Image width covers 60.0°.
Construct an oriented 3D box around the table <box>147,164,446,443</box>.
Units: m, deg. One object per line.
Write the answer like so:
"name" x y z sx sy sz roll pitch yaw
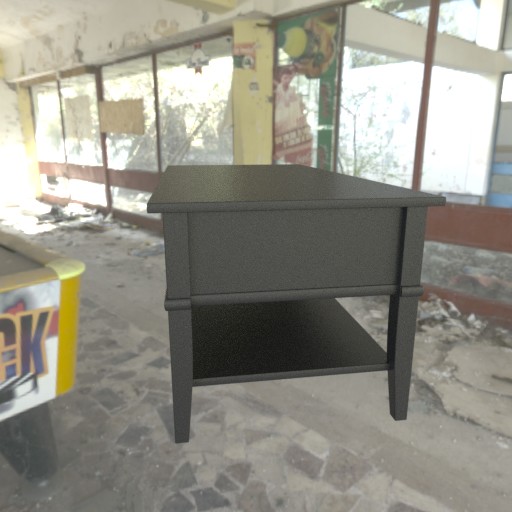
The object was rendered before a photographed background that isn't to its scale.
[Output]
"table" 0.000 0.000 1.309 0.523 0.470 1.044 -2 15 -9
